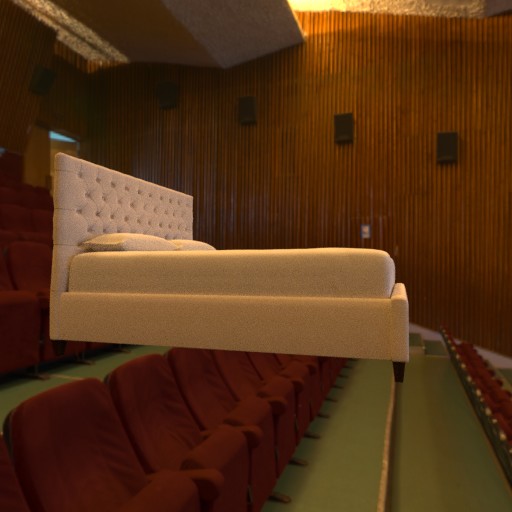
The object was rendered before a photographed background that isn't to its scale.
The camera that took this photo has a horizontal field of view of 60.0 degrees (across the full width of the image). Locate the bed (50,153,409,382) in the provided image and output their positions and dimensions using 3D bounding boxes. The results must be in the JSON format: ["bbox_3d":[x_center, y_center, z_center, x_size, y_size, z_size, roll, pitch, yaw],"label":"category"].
[{"bbox_3d":[0.000,0.000,3.713,2.387,1.427,2.078,0,-1,18],"label":"bed"}]
